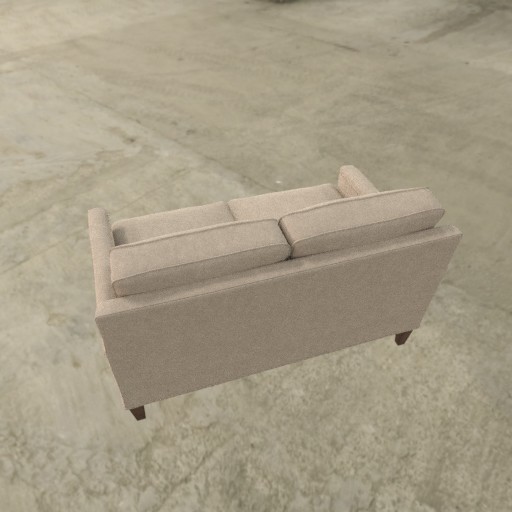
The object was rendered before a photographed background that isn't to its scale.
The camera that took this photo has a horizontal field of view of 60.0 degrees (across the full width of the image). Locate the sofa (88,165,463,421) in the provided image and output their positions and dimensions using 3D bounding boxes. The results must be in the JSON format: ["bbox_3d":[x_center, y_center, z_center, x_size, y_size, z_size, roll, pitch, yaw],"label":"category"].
[{"bbox_3d":[0.000,0.000,2.293,1.597,1.002,1.084,-12,42,-14],"label":"sofa"}]
